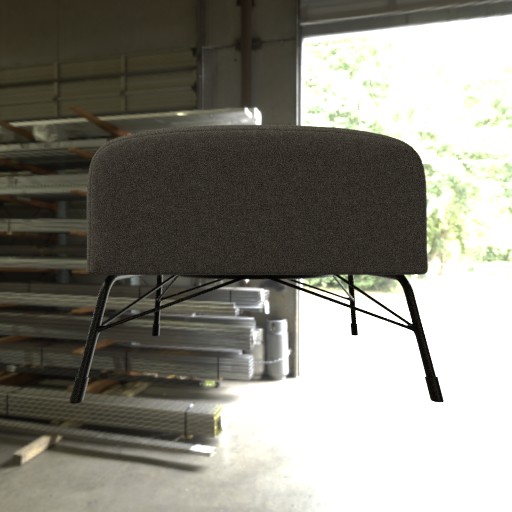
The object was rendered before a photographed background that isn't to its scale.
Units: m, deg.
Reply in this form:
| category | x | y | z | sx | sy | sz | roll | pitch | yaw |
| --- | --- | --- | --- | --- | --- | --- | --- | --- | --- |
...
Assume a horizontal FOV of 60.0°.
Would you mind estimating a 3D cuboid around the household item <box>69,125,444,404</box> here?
| category | x | y | z | sx | sy | sz | roll | pitch | yaw |
| --- | --- | --- | --- | --- | --- | --- | --- | --- | --- |
| household item | 0.000 | 0.000 | 0.884 | 0.530 | 0.410 | 0.530 | 0 | 0 | 0 |
